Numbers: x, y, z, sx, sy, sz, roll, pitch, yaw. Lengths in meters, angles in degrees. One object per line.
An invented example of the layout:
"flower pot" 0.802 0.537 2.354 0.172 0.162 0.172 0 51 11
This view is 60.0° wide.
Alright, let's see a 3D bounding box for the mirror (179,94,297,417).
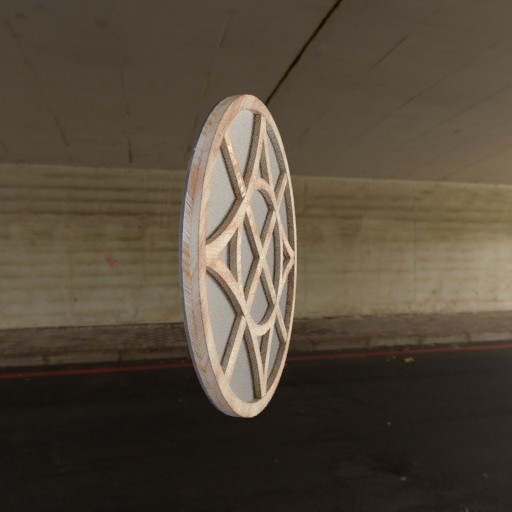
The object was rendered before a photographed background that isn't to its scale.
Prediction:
"mirror" 0.000 0.000 1.038 0.038 0.710 0.710 0 -1 18
